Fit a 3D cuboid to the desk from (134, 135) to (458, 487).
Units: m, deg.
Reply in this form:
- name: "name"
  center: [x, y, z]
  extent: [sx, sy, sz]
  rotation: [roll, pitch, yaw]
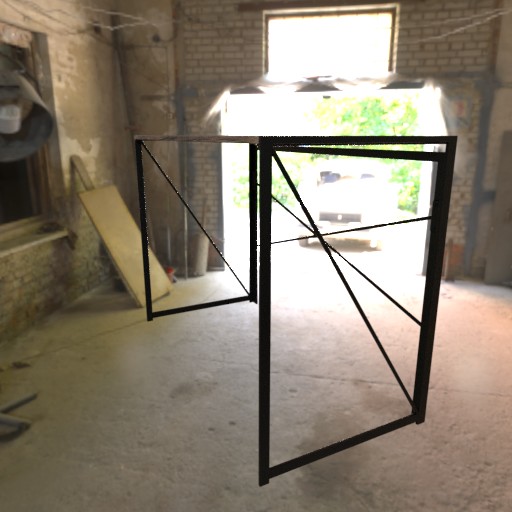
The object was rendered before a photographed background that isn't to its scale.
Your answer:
- name: "desk"
  center: [0.000, 0.000, 1.425]
  extent: [0.505, 0.747, 1.015]
  rotation: [-8, 17, -26]
